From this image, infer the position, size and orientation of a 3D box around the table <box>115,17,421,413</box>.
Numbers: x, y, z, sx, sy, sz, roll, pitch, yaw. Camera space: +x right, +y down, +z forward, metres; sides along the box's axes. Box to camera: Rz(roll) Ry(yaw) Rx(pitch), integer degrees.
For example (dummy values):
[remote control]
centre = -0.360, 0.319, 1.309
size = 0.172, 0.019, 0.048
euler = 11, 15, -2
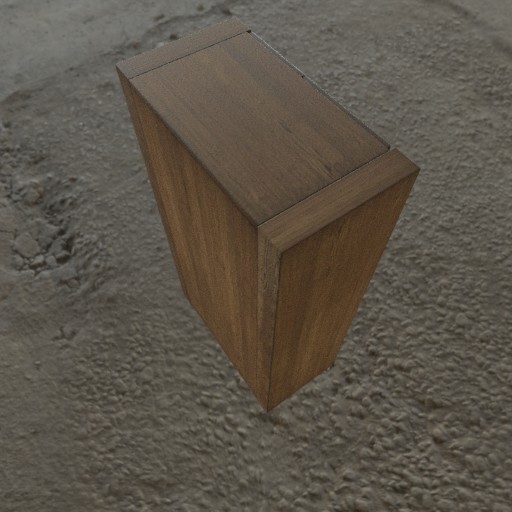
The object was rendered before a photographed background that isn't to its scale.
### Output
[table]
centre = 0.000, 0.000, 2.465
size = 0.600, 2.000, 1.100
euler = -31, 63, -18
